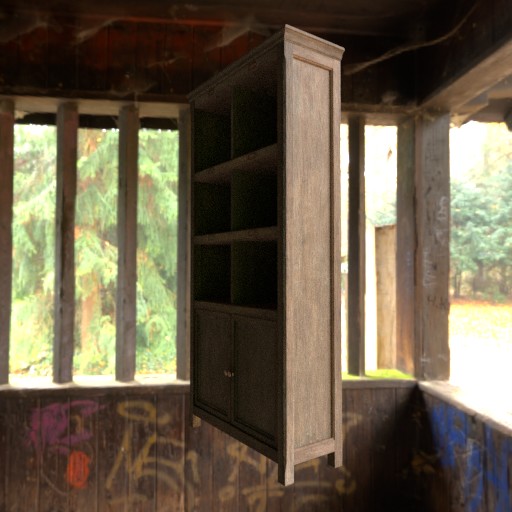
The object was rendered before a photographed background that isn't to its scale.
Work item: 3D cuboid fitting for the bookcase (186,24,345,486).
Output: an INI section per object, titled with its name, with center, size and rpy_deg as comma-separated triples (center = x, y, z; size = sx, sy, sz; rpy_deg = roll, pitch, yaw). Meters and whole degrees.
[bookcase]
center = 0.000, 0.000, 2.248
size = 0.348, 1.880, 0.906
rpy_deg = 1, -2, -35
